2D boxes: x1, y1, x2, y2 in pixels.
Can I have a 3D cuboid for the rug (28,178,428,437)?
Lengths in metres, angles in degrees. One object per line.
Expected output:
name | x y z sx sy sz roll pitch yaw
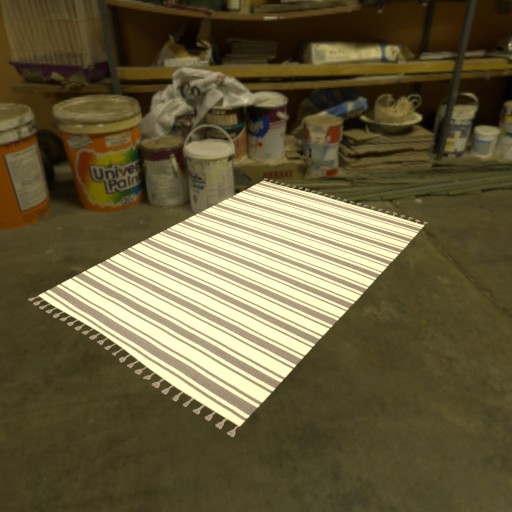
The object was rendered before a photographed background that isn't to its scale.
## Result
rug | 0.000 0.000 3.037 1.563 0.014 2.425 21 37 31
